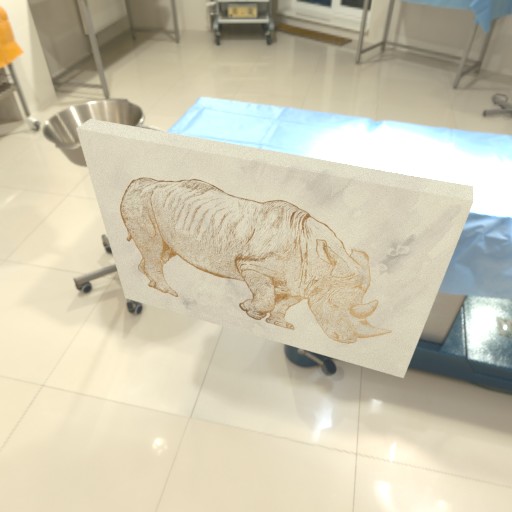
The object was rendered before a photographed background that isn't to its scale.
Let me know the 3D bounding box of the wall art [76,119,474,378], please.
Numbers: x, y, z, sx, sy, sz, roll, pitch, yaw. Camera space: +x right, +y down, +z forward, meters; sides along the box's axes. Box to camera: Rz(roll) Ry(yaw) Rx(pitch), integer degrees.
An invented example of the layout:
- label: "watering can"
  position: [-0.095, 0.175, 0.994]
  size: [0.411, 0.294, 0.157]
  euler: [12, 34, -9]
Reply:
- label: "wall art"
  position: [0.000, 0.000, 0.795]
  size: [0.609, 0.407, 0.038]
  euler: [13, 44, 15]
